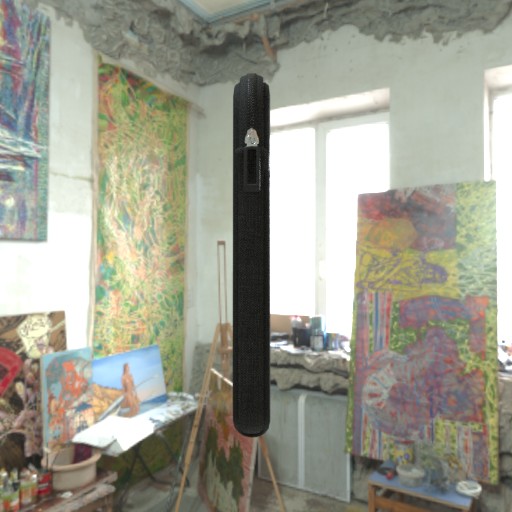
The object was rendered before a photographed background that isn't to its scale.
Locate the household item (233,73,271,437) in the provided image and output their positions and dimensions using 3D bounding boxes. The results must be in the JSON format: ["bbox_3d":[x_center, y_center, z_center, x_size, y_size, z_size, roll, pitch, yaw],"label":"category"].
[{"bbox_3d":[0.000,0.000,0.524,0.030,0.305,0.396,0,-1,1],"label":"household item"}]
